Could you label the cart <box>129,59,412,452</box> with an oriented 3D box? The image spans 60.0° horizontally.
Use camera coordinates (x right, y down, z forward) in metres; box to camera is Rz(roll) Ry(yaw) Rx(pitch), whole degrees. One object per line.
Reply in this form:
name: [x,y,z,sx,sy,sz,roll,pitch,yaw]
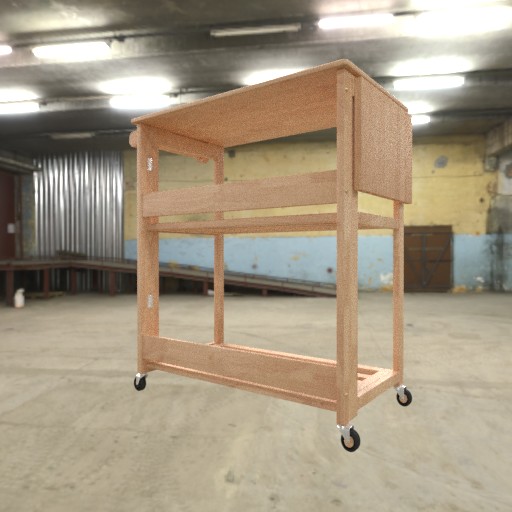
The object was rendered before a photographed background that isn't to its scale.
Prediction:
cart: [0.000,0.000,1.393,0.853,0.879,0.432,0,0,37]
